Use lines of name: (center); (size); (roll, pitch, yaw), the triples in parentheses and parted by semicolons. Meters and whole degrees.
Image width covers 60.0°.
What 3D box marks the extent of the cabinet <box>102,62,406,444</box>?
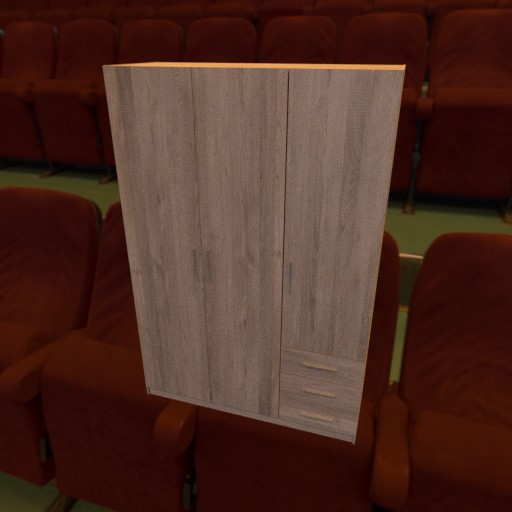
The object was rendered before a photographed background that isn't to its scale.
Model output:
cabinet: (0.000, 0.000, 2.415); (1.290, 1.910, 0.510); (8, 26, 16)
